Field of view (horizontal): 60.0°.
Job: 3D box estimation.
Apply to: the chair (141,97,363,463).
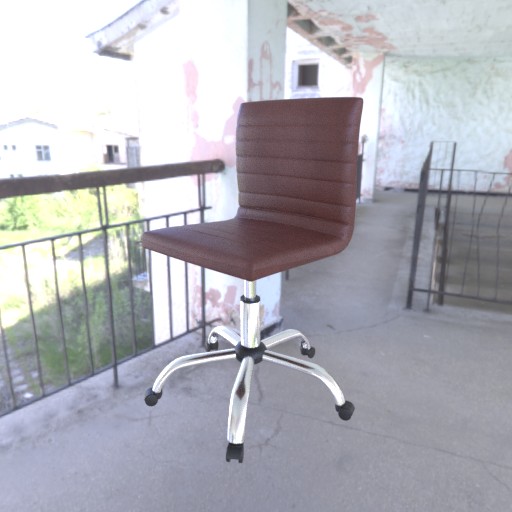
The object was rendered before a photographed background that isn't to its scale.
[{"bbox_3d":[0.000,0.000,1.147,0.556,0.780,0.530,15,22,41],"label":"chair"}]
